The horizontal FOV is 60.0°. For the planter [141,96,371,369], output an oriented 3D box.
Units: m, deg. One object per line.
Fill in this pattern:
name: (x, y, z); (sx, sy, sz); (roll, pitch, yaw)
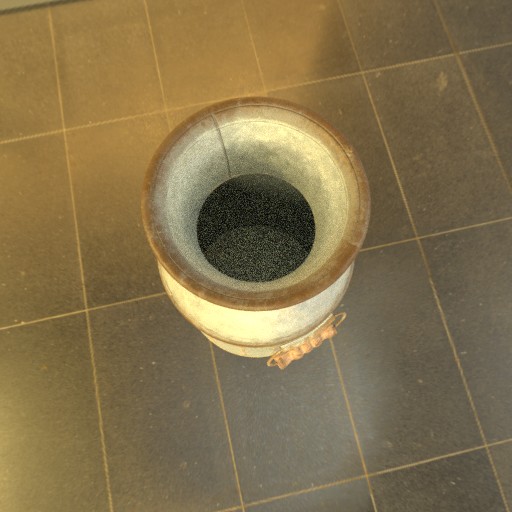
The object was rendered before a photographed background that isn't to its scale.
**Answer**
planter: (0.000, 0.000, 0.512); (0.215, 0.358, 0.248); (-31, 77, -8)
